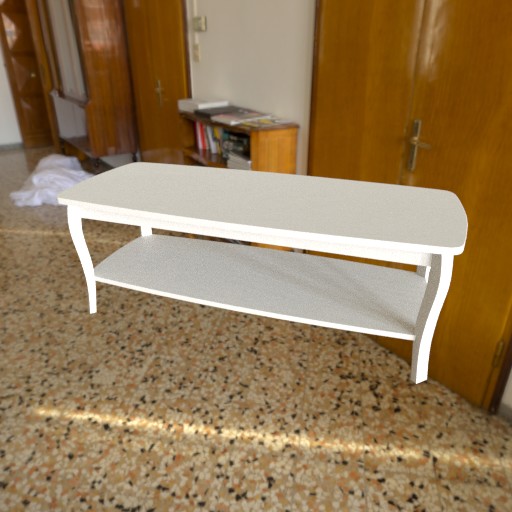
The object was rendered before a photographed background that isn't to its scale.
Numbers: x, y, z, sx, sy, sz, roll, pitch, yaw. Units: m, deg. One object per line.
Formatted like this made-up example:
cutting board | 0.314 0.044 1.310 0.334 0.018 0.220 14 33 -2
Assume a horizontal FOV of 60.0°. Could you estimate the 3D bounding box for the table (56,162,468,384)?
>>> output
table | 0.000 0.000 1.625 1.334 0.474 0.561 9 27 17
